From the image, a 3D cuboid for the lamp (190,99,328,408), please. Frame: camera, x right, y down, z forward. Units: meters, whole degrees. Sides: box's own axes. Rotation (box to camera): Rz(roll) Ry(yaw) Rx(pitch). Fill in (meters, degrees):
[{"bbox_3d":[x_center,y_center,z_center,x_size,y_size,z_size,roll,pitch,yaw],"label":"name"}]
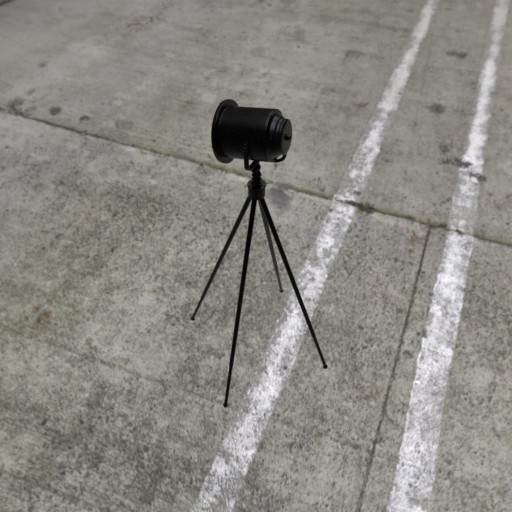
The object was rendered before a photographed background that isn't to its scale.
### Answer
[{"bbox_3d":[0.000,0.000,2.109,0.884,1.504,0.879,17,48,16],"label":"lamp"}]
